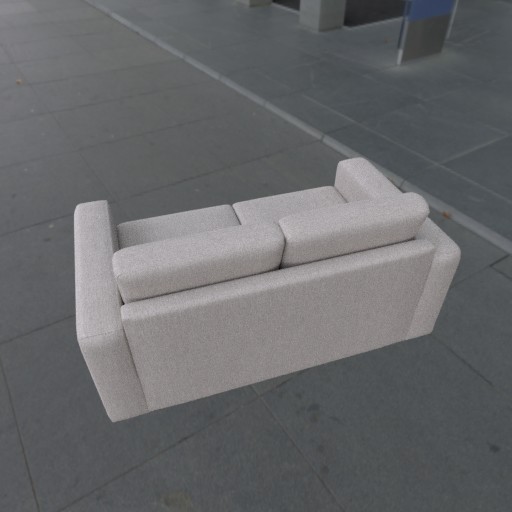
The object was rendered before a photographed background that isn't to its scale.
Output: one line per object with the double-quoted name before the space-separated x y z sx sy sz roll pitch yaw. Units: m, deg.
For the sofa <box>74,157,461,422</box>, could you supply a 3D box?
"sofa" 0.000 0.000 2.070 1.540 0.800 0.900 -12 42 -14
